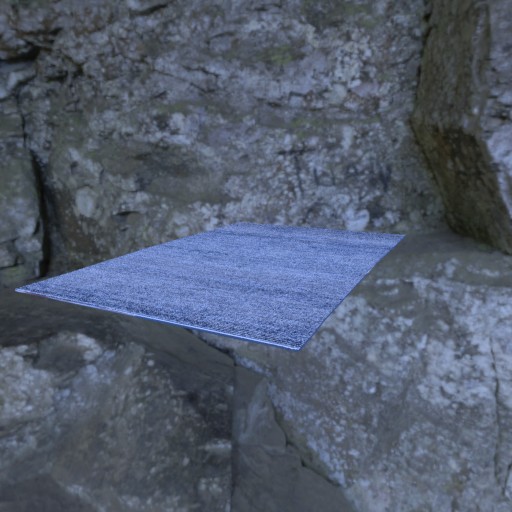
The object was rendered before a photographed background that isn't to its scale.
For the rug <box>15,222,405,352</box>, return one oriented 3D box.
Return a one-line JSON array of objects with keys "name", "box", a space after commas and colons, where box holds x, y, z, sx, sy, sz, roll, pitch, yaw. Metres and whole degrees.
[{"name": "rug", "box": [0.000, 0.000, 2.205, 1.159, 0.025, 1.793, 7, 15, 26]}]
